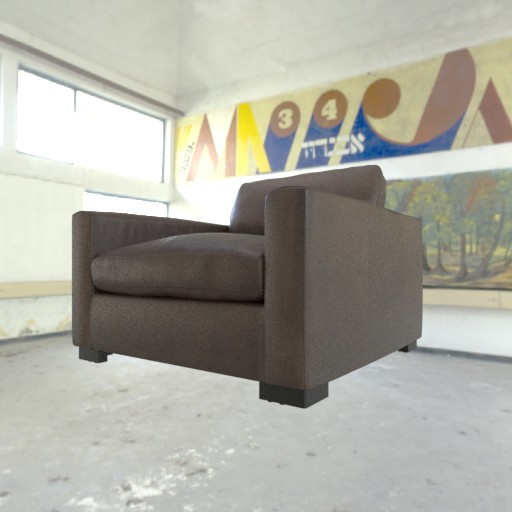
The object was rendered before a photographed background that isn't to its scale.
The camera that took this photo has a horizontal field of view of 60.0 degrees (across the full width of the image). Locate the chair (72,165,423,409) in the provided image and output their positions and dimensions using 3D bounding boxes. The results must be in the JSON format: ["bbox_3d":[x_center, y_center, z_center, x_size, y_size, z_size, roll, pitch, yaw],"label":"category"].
[{"bbox_3d":[0.000,0.000,1.833,1.100,0.812,1.069,-1,-1,36],"label":"chair"}]
